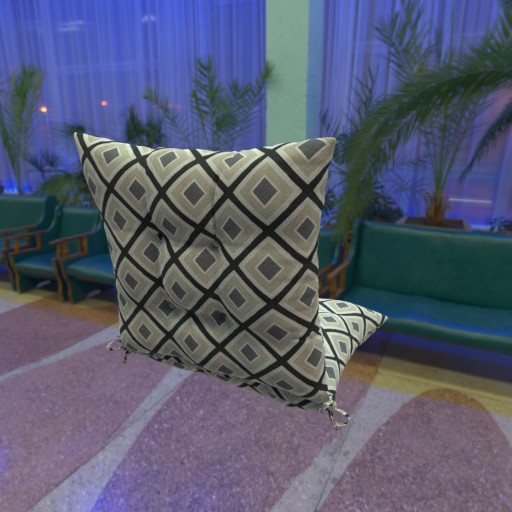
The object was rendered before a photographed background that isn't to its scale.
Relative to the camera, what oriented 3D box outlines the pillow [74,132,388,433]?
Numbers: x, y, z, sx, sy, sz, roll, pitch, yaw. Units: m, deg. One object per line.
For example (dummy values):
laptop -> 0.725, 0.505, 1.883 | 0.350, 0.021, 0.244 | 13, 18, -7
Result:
pillow -> 0.000, 0.000, 0.994 | 0.541, 0.536, 0.585 | 8, 18, 26
